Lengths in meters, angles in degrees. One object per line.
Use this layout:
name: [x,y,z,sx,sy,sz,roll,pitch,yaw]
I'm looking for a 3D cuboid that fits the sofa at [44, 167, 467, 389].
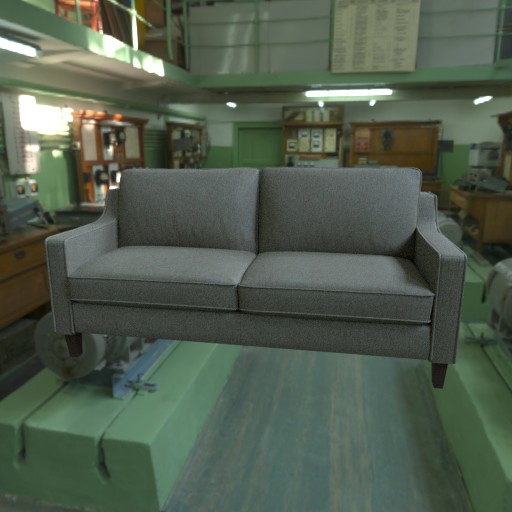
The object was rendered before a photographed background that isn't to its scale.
sofa: [0.000,0.000,2.750,2.181,1.074,1.073,2,14,9]
